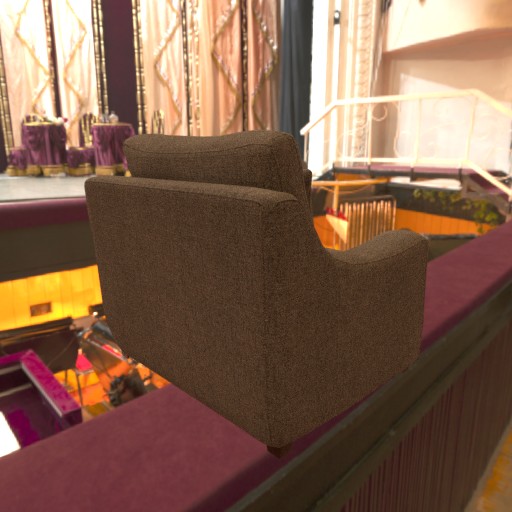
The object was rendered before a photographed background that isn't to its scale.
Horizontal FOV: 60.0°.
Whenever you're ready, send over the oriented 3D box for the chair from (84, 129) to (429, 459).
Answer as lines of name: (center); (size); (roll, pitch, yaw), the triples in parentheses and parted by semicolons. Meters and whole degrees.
chair: (0.000, 0.000, 1.932); (1.009, 1.037, 1.138); (-13, 19, -43)
